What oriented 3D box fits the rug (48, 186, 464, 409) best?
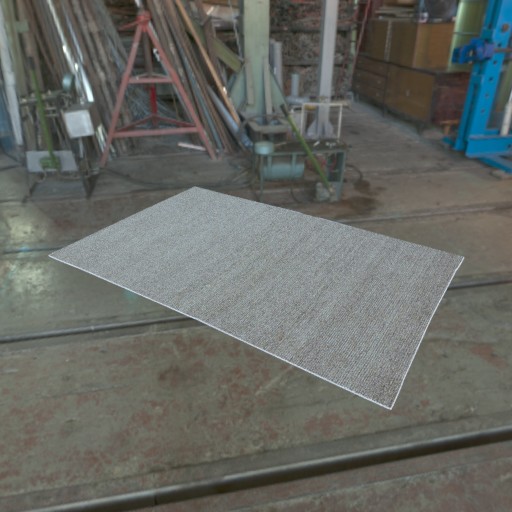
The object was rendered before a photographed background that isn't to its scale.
[{"bbox_3d":[0.000,0.000,2.253,1.792,0.021,1.154,18,35,29],"label":"rug"}]
